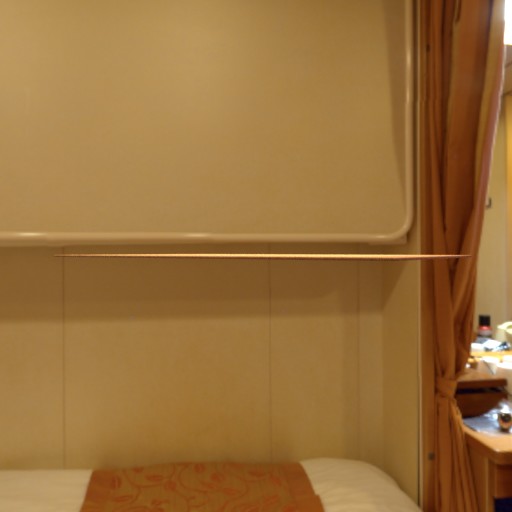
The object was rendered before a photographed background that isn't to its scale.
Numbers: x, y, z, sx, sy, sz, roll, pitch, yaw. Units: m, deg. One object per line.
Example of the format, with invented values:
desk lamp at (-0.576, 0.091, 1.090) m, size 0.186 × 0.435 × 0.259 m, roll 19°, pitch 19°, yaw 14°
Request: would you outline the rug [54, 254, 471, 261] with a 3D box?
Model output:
rug at (0.000, 0.000, 3.045) m, size 2.438 × 0.014 × 1.524 m, roll 0°, pitch 1°, yaw 36°
